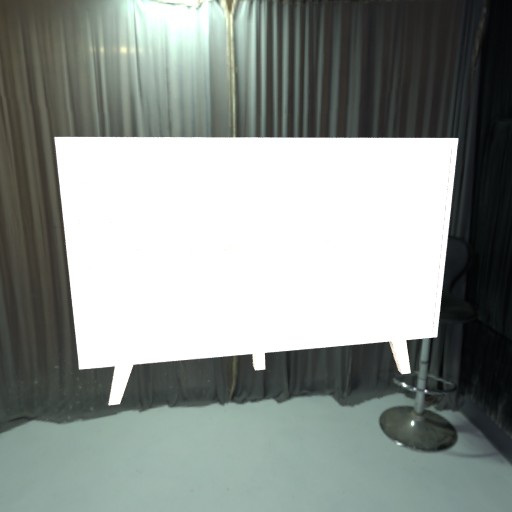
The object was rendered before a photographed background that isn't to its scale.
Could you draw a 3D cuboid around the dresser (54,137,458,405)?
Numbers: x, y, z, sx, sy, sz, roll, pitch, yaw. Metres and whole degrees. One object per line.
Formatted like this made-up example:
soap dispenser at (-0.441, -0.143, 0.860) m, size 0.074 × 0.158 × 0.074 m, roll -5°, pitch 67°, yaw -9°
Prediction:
dresser at (0.000, 0.000, 1.527) m, size 1.110 × 0.780 × 0.500 m, roll -3°, pitch 14°, yaw -11°
